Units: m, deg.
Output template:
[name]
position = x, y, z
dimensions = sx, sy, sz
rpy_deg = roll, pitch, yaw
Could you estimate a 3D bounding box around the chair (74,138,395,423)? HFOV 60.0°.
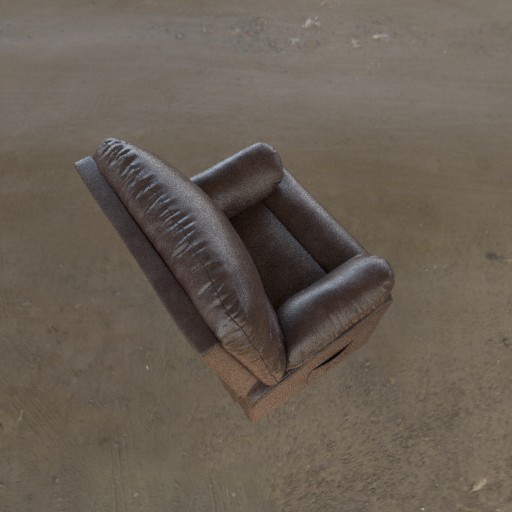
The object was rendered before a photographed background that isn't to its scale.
[chair]
position = 0.000, 0.000, 1.753
dimensions = 0.879, 1.041, 0.940
rpy_deg = -31, 63, -17
